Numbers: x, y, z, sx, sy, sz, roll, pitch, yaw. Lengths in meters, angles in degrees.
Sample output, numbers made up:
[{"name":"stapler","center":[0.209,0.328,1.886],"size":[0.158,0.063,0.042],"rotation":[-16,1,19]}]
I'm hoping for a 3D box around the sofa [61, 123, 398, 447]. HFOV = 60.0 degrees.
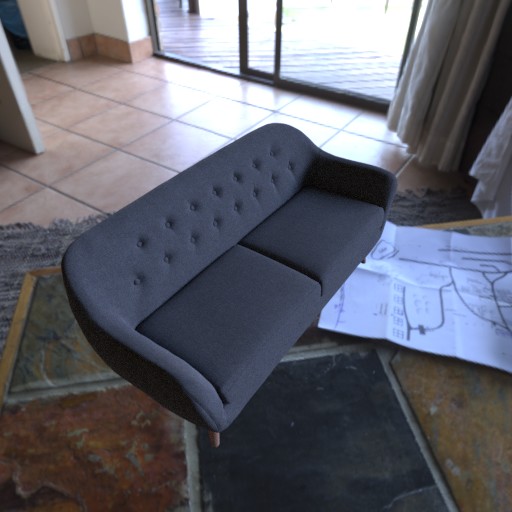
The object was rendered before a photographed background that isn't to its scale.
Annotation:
[{"name":"sofa","center":[0.000,0.000,2.319],"size":[0.820,0.820,1.840],"rotation":[25,46,26]}]
